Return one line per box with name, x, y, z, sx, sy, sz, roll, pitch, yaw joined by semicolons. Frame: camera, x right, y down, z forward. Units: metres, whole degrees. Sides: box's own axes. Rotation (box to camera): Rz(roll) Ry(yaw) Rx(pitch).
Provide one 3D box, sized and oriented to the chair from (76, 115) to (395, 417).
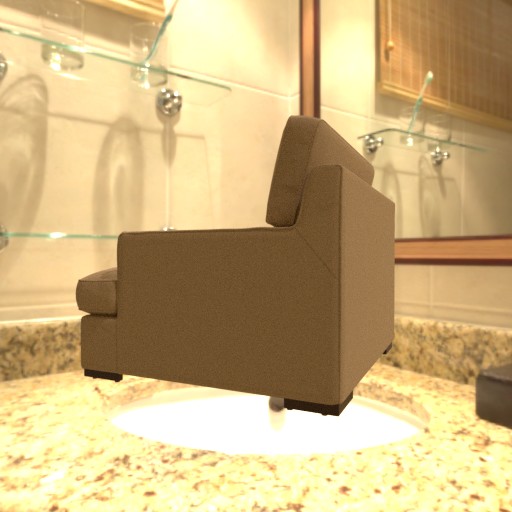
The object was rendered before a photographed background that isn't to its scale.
chair;0.000;0.000;2.134;1.274;1.005;1.293;0;0;18
